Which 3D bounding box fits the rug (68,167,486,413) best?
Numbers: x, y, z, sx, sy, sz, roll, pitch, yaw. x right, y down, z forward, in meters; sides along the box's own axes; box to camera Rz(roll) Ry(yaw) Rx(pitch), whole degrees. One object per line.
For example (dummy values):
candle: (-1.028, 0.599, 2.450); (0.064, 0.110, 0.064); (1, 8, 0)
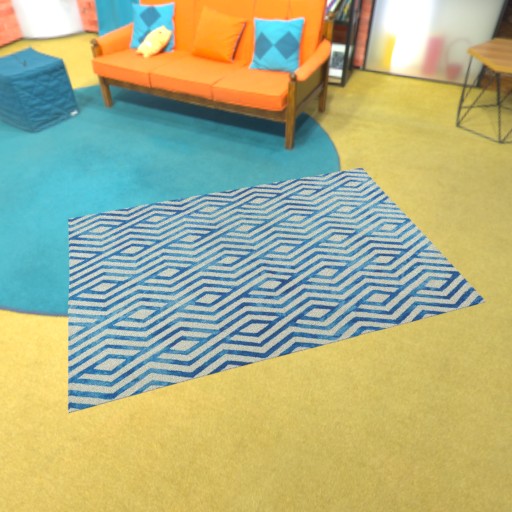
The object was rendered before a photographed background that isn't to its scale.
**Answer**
rug: (0.000, 0.000, 2.263); (1.830, 0.008, 1.225); (-12, 44, -13)
